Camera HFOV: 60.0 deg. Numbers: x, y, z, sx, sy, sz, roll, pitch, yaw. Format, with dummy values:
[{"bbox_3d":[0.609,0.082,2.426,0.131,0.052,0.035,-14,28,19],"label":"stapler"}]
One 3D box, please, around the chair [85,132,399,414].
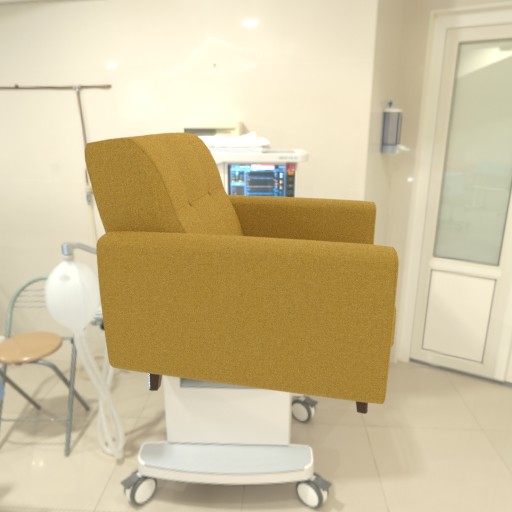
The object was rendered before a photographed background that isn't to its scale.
[{"bbox_3d":[0.000,0.000,1.575,0.909,0.841,0.831,3,17,10],"label":"chair"}]
